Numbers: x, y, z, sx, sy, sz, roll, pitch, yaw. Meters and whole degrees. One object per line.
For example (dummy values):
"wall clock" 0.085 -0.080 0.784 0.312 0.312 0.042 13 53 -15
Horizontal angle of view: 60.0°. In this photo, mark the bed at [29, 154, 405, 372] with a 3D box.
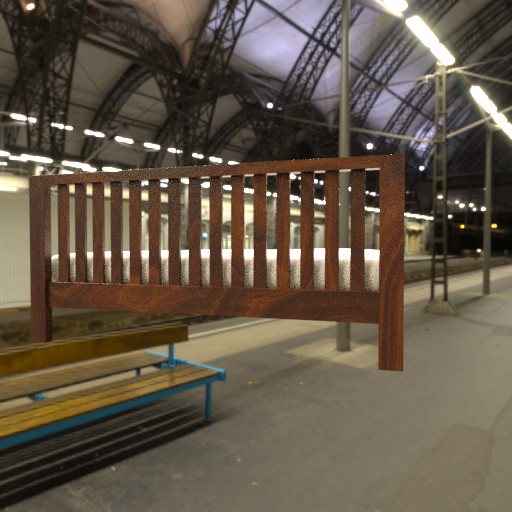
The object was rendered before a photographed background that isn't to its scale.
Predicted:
"bed" 0.000 0.000 3.062 1.905 0.890 2.030 0 1 17
